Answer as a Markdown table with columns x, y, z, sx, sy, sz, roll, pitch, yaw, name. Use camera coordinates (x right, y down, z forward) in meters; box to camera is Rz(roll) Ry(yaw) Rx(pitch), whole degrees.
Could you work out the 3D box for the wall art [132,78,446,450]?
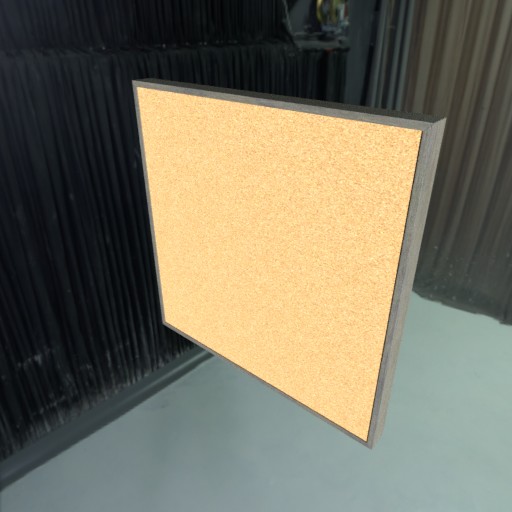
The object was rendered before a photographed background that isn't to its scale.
| x | y | z | sx | sy | sz | roll | pitch | yaw | name |
| --- | --- | --- | --- | --- | --- | --- | --- | --- | --- |
| 0.000 | 0.000 | 0.733 | 0.507 | 0.507 | 0.037 | 22 | 36 | 34 | wall art |
